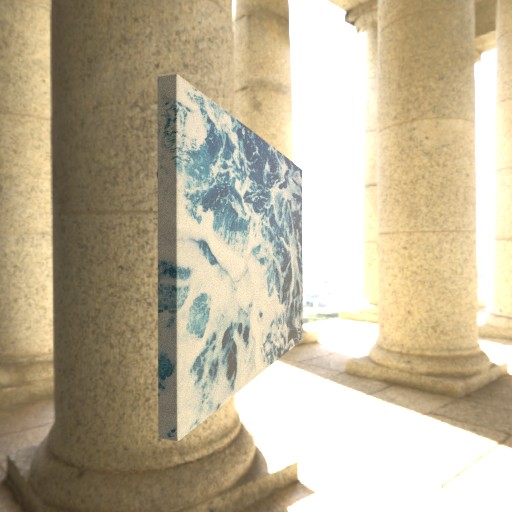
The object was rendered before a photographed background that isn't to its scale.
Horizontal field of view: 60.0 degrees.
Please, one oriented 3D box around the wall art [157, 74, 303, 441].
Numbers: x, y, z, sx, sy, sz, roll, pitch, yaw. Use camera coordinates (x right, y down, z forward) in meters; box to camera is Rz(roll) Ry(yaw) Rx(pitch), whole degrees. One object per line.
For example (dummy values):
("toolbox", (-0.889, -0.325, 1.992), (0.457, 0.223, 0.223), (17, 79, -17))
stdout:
("wall art", (0.000, 0.000, 1.169), (0.042, 0.610, 0.915), (0, 1, 19))
